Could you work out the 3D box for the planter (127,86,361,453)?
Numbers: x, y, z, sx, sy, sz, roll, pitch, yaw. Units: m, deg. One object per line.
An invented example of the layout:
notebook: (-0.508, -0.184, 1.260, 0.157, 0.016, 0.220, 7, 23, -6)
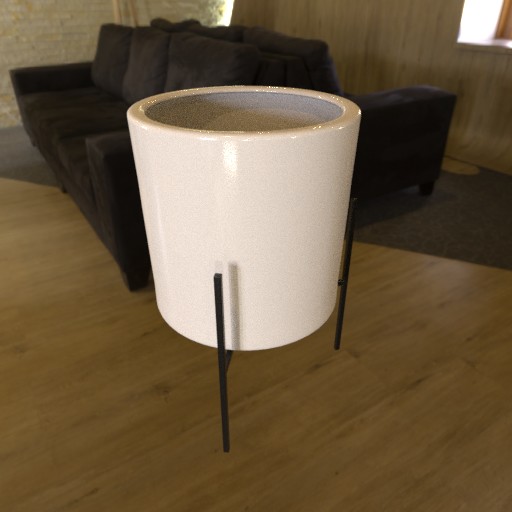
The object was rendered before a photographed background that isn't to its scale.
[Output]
planter: (0.000, 0.000, 0.651, 0.308, 0.431, 0.307, -8, 31, -14)
